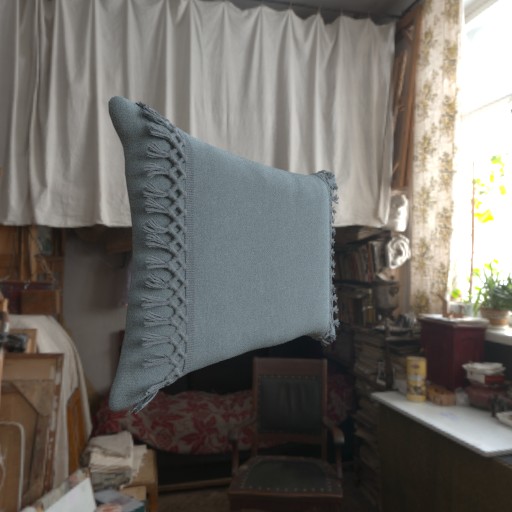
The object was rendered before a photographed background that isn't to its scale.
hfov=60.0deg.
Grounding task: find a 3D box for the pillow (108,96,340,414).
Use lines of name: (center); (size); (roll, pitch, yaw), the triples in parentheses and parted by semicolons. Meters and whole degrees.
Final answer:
pillow: (0.000, 0.000, 0.602); (0.084, 0.305, 0.466); (-1, -1, 36)
